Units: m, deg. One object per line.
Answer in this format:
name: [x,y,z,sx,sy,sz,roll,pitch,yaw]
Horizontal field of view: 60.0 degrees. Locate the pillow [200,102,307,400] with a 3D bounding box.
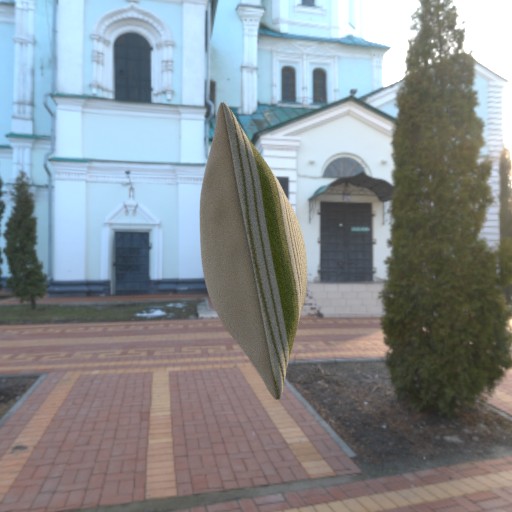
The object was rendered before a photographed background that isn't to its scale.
pillow: [0.000,0.000,0.736,0.156,0.292,0.608,0,-1,1]
